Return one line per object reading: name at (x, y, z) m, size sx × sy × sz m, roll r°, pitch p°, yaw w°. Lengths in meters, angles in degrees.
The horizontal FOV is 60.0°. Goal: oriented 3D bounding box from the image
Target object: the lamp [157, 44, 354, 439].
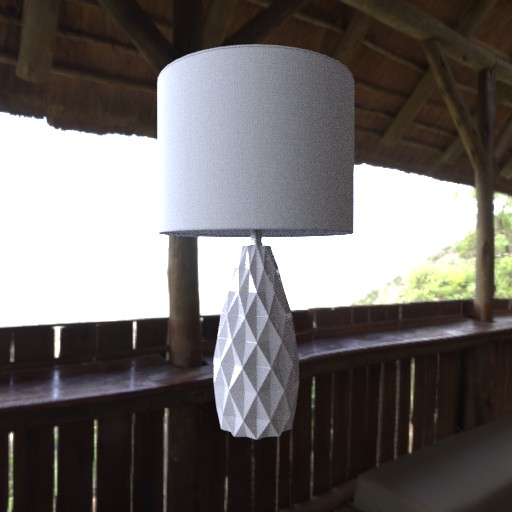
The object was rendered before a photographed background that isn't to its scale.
lamp at (0.000, 0.000, 0.685) m, size 0.297 × 0.522 × 0.297 m, roll 0°, pitch 0°, yaw 0°
